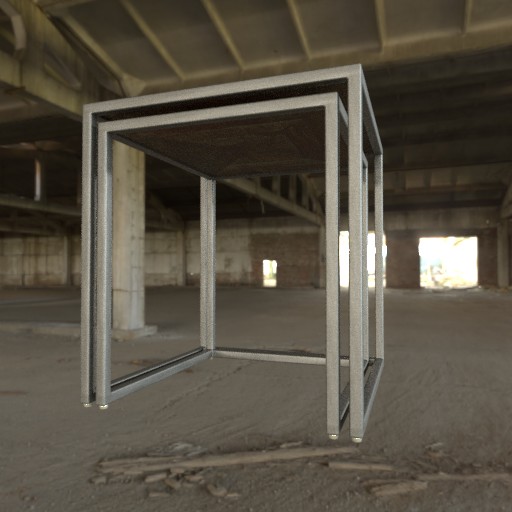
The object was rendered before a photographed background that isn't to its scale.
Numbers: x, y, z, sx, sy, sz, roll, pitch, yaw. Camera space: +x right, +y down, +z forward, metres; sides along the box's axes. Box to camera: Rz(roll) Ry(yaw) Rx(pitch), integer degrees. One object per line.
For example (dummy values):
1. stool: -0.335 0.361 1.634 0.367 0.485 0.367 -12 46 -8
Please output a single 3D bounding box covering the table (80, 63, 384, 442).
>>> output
1. table: 0.000 0.000 0.862 0.450 0.500 0.449 0 -1 19
